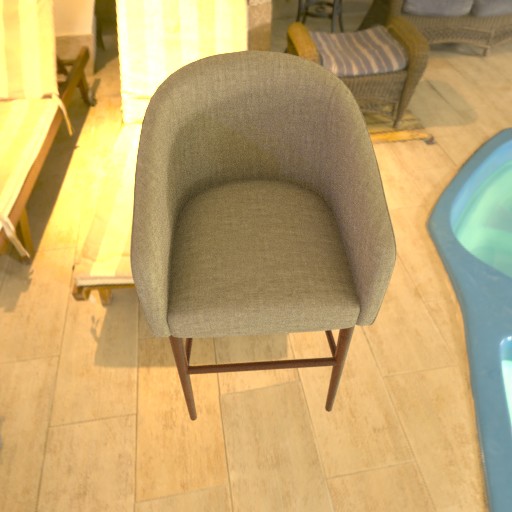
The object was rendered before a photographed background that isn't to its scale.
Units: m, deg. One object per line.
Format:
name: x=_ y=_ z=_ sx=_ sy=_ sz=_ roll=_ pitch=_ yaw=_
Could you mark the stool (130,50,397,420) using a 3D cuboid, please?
stool: x=0.000 y=0.000 z=1.327 sx=0.559 sy=0.952 sz=0.635 roll=-3 pitch=47 yaw=-3
